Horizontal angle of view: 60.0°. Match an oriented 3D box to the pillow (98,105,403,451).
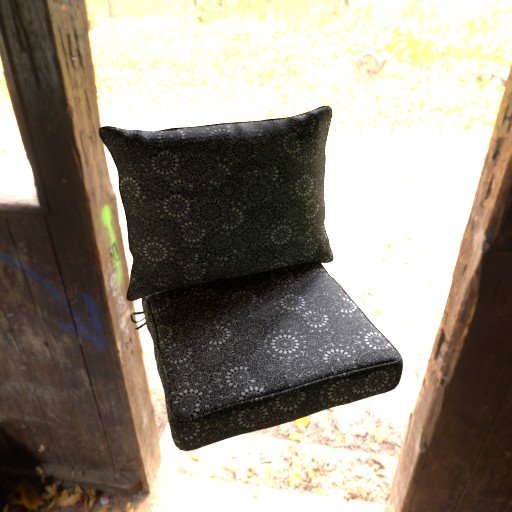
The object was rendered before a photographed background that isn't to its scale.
[{"bbox_3d":[0.000,0.000,1.358,0.798,0.722,0.740,-10,33,-16],"label":"pillow"}]
